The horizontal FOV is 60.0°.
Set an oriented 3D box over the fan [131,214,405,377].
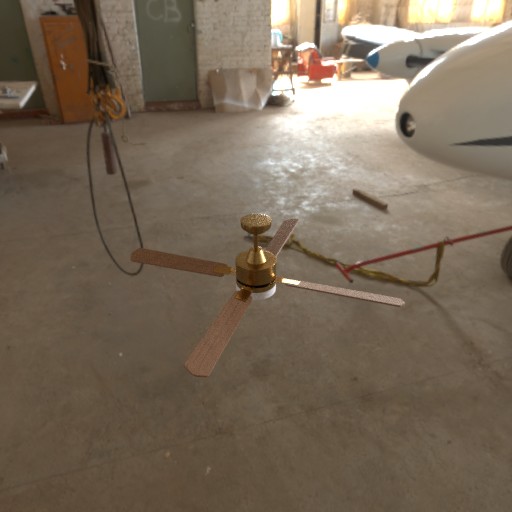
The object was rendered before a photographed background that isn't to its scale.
[{"bbox_3d":[0.000,0.000,1.992,1.320,0.355,1.320,10,31,16],"label":"fan"}]
